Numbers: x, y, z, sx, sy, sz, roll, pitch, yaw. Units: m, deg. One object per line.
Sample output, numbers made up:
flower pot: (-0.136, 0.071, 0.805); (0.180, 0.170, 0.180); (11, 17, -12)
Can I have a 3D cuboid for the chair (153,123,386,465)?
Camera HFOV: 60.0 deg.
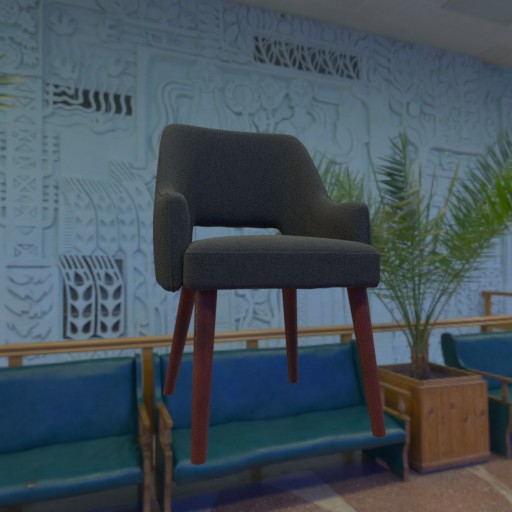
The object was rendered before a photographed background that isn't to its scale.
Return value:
chair: (0.000, 0.000, 1.218); (0.559, 0.838, 0.560); (0, -1, -19)
